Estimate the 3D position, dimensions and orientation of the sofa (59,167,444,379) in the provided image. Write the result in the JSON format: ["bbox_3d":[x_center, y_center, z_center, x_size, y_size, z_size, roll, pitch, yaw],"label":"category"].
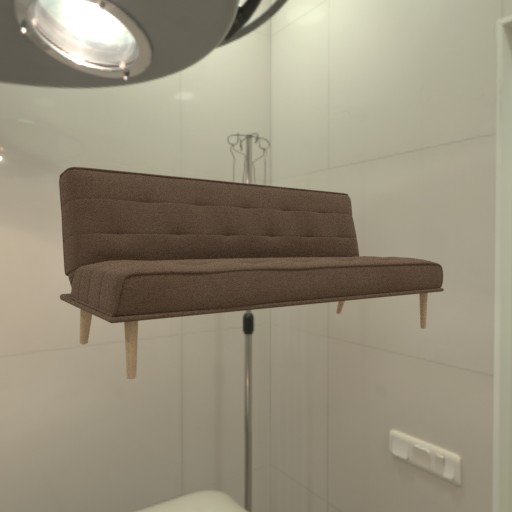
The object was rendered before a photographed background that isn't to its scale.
[{"bbox_3d":[0.000,0.000,2.325,1.820,0.810,1.038,-1,1,-35],"label":"sofa"}]
